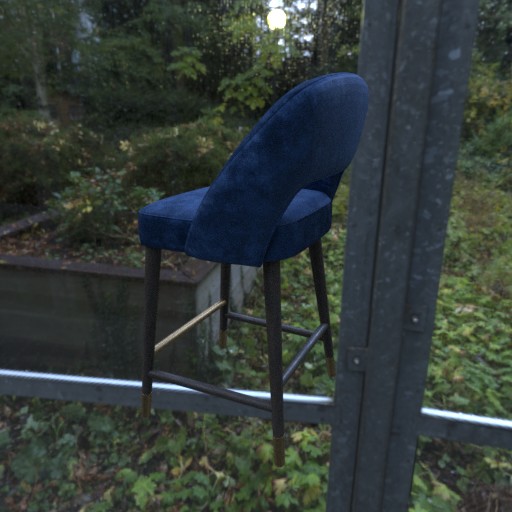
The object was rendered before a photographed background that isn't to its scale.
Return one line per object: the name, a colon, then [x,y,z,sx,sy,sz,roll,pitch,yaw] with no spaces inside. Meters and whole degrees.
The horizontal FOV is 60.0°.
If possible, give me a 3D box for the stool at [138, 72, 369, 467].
stool: [0.000,0.000,1.233,0.524,0.925,0.536,9,20,25]
